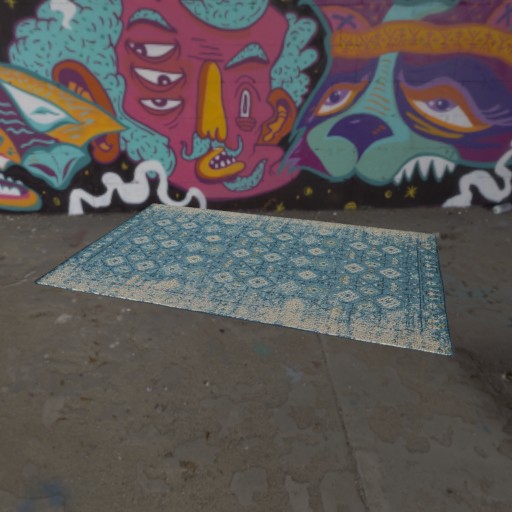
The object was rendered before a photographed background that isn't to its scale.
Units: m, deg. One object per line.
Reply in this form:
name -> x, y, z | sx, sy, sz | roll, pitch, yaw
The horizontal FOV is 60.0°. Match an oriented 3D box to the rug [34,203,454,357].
rug -> 0.000, 0.000, 3.092 | 2.449, 0.015, 1.530 | 8, 27, 15
